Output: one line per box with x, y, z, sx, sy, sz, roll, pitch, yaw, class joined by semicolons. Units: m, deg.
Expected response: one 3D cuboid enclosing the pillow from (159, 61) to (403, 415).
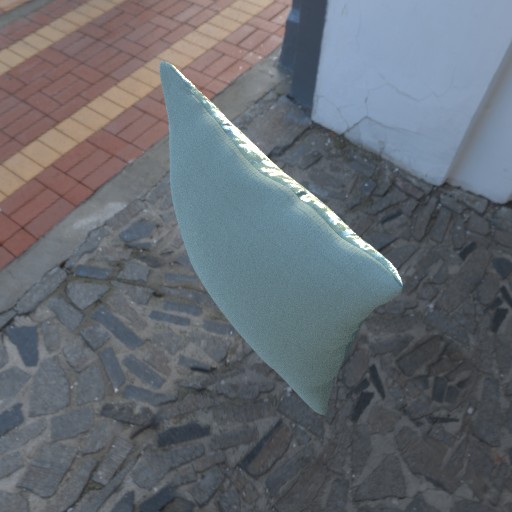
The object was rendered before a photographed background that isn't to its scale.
0.000;0.000;0.725;0.175;0.464;0.470;-31;63;-18;pillow
